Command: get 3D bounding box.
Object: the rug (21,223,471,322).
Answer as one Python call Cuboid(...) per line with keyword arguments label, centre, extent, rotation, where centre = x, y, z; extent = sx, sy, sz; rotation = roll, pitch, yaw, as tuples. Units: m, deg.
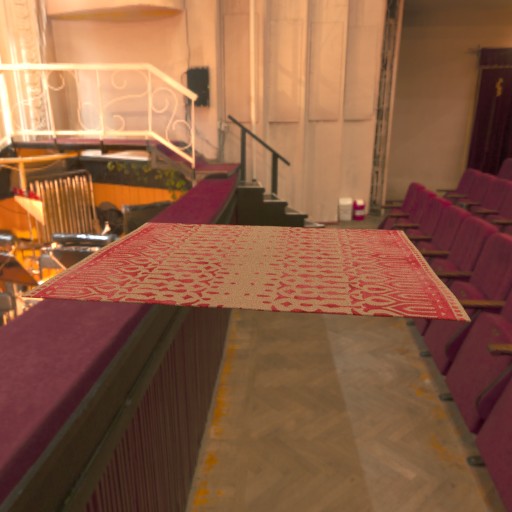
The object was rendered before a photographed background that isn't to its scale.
Cuboid(label="rug", centre=(0.000, 0.000, 4.126), extent=(3.095, 0.016, 2.441), rotation=(2, 17, 8))
